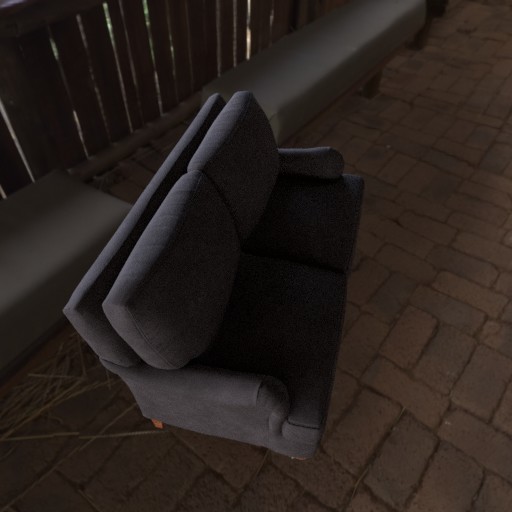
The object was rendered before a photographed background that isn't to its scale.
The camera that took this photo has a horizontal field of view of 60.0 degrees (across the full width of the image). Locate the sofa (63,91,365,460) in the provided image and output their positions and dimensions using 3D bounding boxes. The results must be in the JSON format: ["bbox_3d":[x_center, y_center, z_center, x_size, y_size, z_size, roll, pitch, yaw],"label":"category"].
[{"bbox_3d":[0.000,0.000,2.507,1.084,1.101,1.853,11,48,10],"label":"sofa"}]
